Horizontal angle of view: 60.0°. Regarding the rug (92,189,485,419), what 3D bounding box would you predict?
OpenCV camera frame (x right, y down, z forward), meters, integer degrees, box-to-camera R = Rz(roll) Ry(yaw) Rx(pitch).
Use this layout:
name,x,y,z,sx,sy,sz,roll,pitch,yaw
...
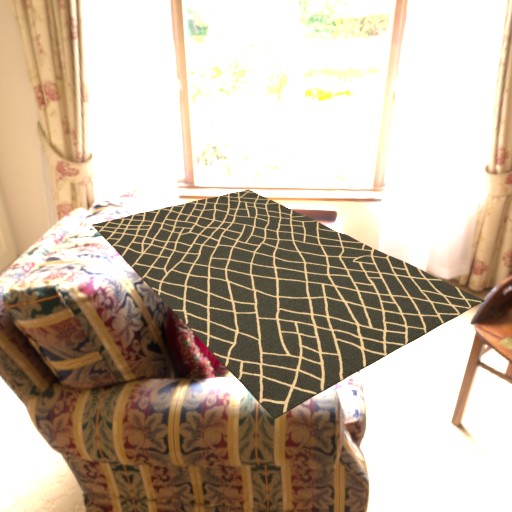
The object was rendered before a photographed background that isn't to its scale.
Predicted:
name,x,y,z,sx,sy,sz,roll,pitch,yaw
rug,0.000,0.000,3.065,1.529,0.017,2.448,-18,32,-31
